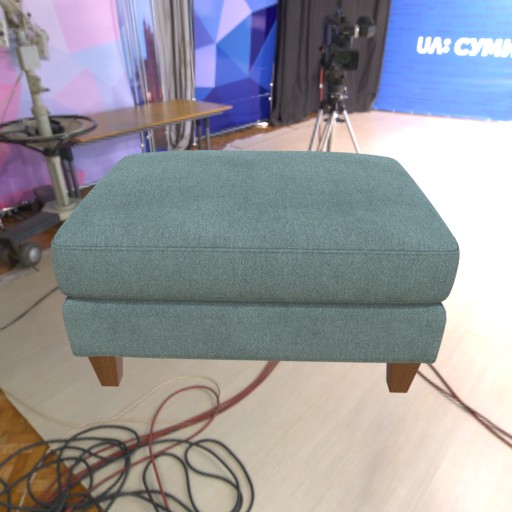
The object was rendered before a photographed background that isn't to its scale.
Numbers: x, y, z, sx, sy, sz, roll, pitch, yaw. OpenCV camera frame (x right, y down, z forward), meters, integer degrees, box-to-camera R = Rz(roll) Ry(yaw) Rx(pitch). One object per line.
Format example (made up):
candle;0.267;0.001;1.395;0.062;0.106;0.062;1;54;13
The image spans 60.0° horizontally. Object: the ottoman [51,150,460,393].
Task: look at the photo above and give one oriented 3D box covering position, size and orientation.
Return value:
ottoman;0.000;0.000;1.212;0.864;0.483;0.584;1;31;1
